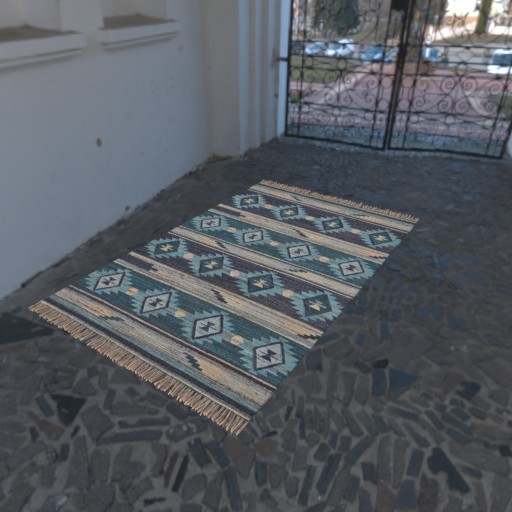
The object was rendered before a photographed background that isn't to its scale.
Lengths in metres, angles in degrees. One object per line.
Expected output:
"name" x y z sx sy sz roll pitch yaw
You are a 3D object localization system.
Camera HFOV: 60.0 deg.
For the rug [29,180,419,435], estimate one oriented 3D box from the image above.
"rug" 0.000 0.000 2.387 1.181 0.028 1.936 19 36 29
